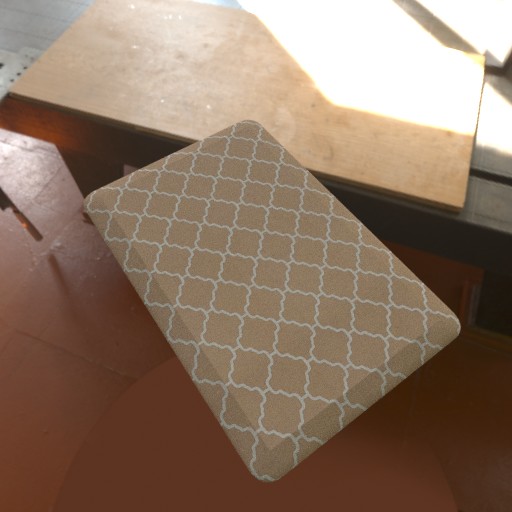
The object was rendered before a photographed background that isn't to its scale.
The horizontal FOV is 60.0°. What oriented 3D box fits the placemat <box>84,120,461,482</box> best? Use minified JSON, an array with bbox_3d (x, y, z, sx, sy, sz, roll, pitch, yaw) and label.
[{"bbox_3d":[0.000,0.000,0.971,0.508,0.021,0.762,-31,63,-18],"label":"placemat"}]
